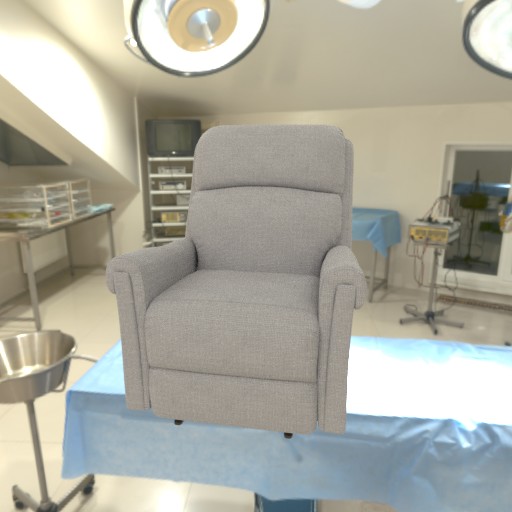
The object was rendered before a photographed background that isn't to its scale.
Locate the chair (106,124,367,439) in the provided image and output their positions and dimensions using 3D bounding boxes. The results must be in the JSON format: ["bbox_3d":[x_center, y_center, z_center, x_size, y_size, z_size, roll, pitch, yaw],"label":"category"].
[{"bbox_3d":[0.000,0.000,1.809,0.838,1.054,1.014,3,15,10],"label":"chair"}]
